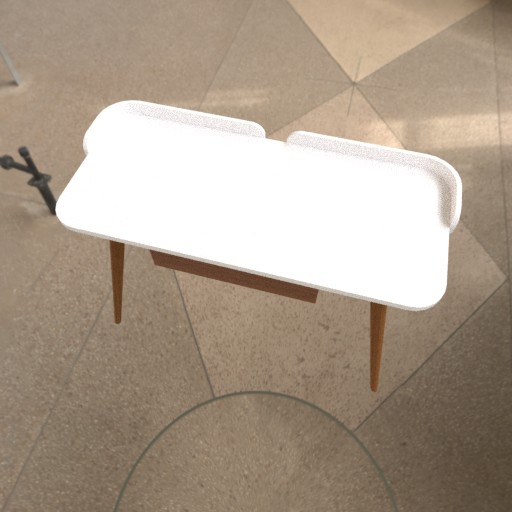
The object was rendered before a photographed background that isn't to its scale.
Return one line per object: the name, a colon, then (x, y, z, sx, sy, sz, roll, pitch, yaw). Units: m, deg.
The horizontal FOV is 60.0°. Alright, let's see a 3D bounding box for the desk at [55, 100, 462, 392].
desk: (0.000, 0.000, 1.683, 1.206, 0.807, 0.534, 13, 58, 8)
